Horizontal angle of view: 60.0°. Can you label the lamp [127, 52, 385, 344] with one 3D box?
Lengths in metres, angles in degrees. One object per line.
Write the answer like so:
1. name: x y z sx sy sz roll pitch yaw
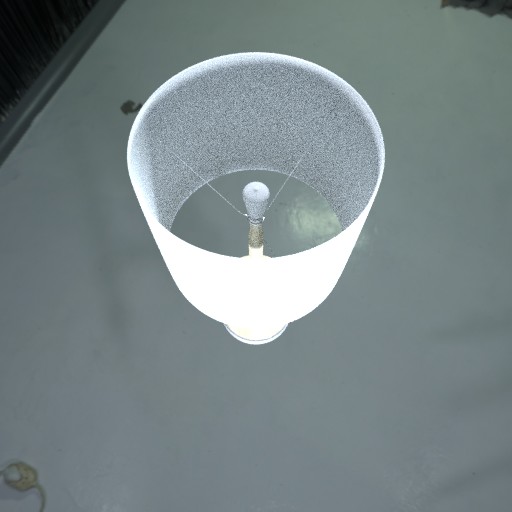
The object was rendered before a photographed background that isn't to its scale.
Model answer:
1. lamp: 0.000 0.000 0.605 0.229 0.470 0.229 17 66 8
